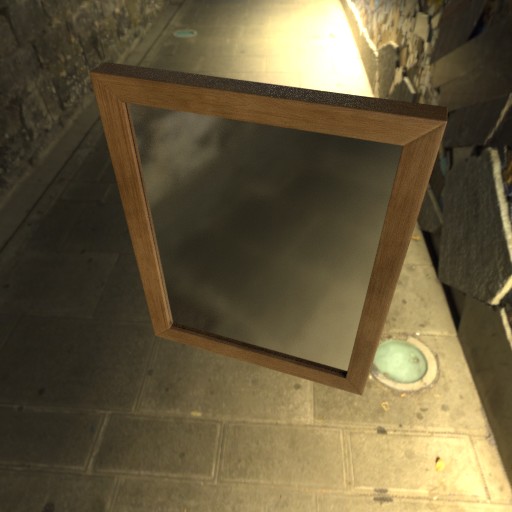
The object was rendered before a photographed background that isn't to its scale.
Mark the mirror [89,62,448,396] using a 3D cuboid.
[{"bbox_3d":[0.000,0.000,0.663,0.405,0.508,0.041,13,44,14],"label":"mirror"}]
